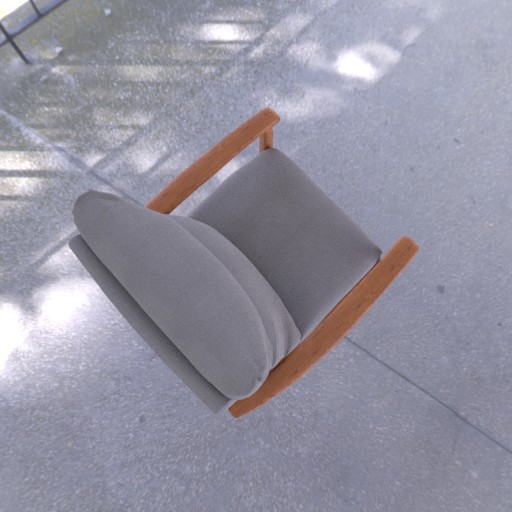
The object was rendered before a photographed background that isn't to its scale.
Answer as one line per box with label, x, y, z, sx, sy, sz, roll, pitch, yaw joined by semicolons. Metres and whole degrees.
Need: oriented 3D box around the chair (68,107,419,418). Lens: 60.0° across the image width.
chair;0.000;0.000;1.507;0.816;0.922;0.782;-42;80;-10
